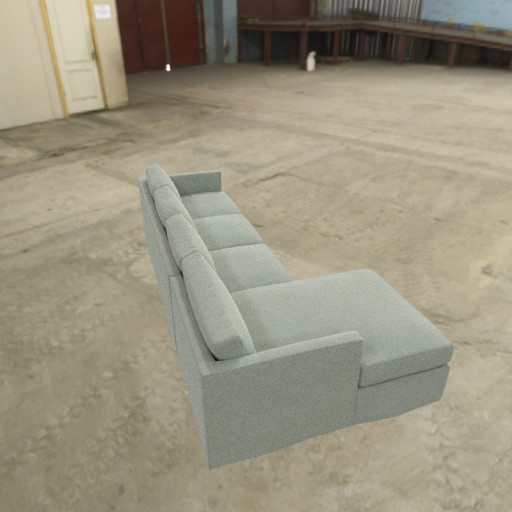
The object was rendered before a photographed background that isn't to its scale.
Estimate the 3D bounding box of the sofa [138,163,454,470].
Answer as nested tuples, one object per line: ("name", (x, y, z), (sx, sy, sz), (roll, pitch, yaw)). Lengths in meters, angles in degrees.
("sofa", (0.000, 0.000, 3.849), (1.650, 0.922, 3.205), (-9, 30, -16))
